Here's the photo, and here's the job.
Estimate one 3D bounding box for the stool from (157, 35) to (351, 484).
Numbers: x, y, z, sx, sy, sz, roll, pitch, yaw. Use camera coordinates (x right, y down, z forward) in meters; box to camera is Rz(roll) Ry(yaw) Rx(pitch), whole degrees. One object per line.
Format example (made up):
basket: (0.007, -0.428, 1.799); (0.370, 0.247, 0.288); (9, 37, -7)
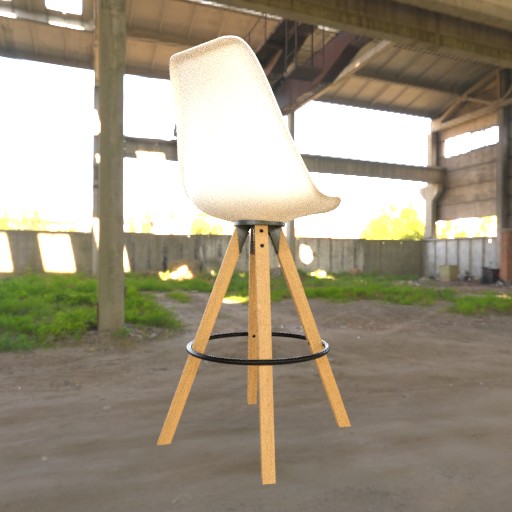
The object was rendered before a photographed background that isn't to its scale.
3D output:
stool: (0.000, 0.000, 1.379); (0.482, 1.115, 0.549); (0, 0, 36)
